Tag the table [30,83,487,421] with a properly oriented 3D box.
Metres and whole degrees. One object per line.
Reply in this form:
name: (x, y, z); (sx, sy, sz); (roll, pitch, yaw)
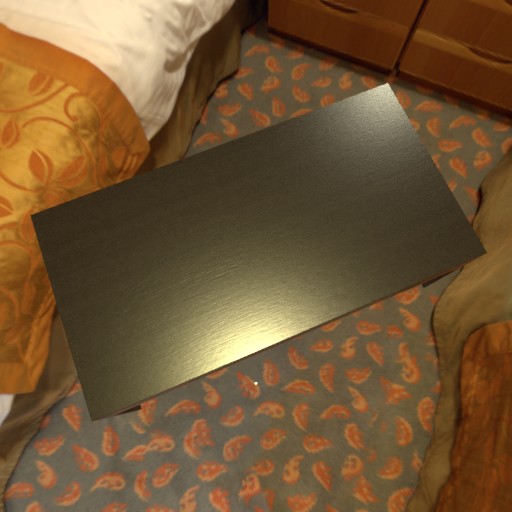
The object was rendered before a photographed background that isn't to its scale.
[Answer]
table: (0.000, 0.000, 1.402); (1.095, 0.435, 0.574); (-22, 75, -6)
